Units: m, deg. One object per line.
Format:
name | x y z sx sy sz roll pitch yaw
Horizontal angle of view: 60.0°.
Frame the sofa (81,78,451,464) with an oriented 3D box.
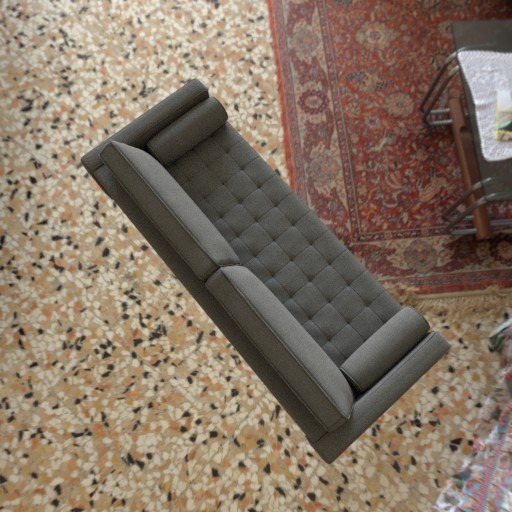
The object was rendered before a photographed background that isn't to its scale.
sofa | 0.000 0.000 2.661 0.914 0.762 2.198 -39 78 -10
